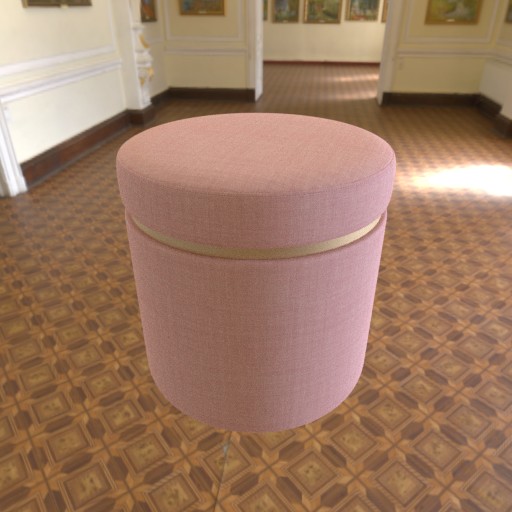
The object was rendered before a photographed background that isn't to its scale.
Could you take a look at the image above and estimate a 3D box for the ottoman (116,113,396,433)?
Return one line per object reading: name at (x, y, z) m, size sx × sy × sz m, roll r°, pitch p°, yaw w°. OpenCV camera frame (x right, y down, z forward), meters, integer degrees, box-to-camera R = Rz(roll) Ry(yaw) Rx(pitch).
ottoman at (0.000, 0.000, 0.740) m, size 0.400 × 0.406 × 0.400 m, roll 0°, pitch 29°, yaw 0°
